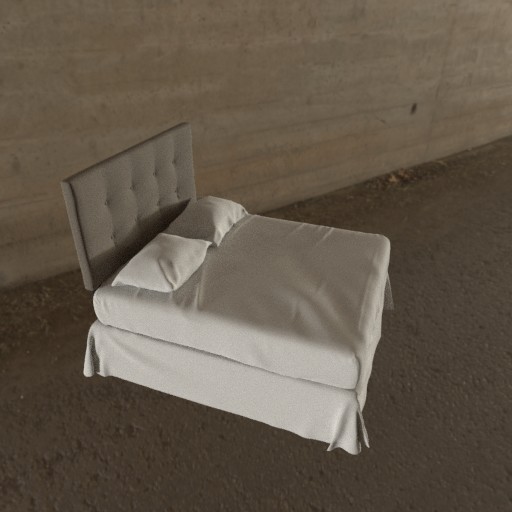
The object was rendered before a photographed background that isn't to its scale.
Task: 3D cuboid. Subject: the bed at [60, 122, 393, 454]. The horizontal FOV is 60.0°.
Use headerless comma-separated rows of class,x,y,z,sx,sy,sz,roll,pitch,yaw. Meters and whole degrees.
bed,0.000,0.000,3.536,2.222,1.577,1.936,11,32,18
